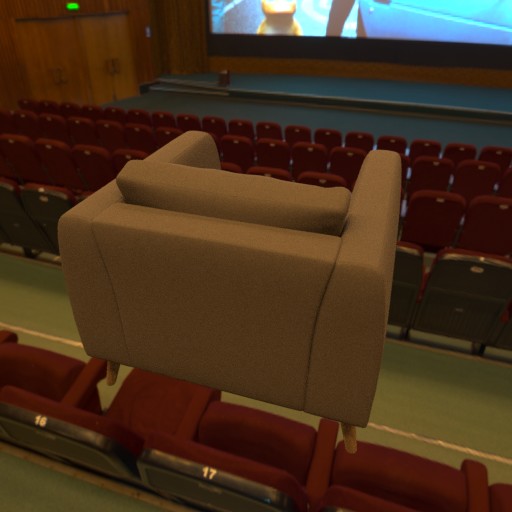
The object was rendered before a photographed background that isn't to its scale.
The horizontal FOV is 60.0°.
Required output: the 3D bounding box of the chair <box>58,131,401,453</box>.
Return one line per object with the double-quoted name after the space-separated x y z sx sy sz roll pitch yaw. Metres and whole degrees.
0.000 0.000 1.688 1.000 0.860 0.930 10 34 15 "chair"
